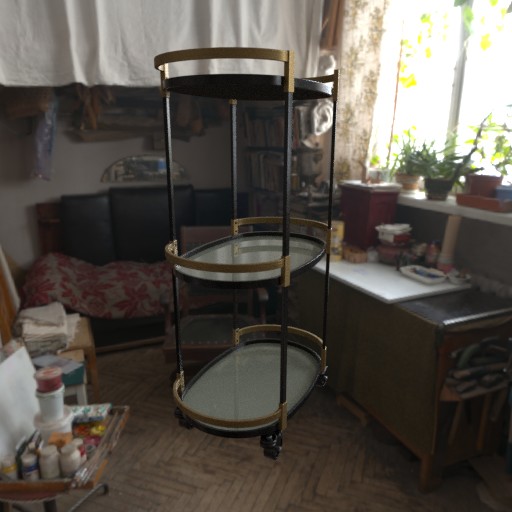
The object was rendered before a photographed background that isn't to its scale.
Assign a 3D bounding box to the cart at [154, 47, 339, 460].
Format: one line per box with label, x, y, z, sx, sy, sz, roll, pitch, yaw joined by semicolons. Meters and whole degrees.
cart;0.000;0.000;1.114;0.311;0.885;0.515;8;18;26
